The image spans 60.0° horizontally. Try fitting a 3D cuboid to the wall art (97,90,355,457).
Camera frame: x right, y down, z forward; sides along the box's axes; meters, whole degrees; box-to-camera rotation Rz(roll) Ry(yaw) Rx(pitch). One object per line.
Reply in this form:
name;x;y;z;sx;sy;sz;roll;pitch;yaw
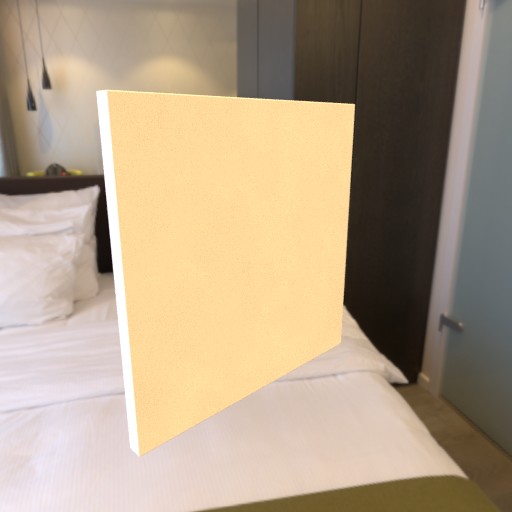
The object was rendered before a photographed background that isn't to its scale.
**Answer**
wall art;0.000;0.000;1.141;0.762;0.762;0.040;-15;22;-42
